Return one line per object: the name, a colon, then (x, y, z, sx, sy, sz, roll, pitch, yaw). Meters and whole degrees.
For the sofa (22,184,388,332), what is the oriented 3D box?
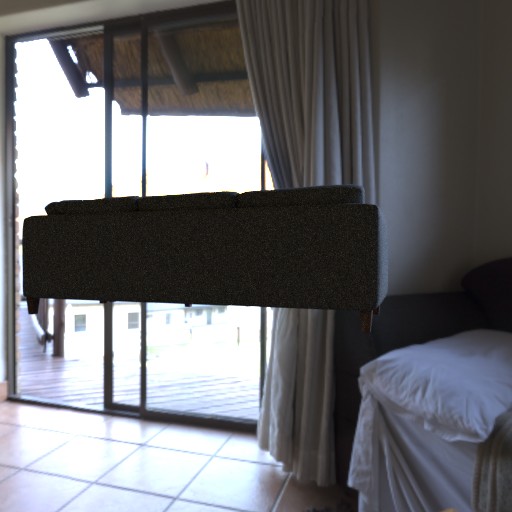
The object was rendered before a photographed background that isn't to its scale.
sofa: (0.000, 0.000, 4.325, 2.551, 0.853, 3.238, 0, 0, 19)
